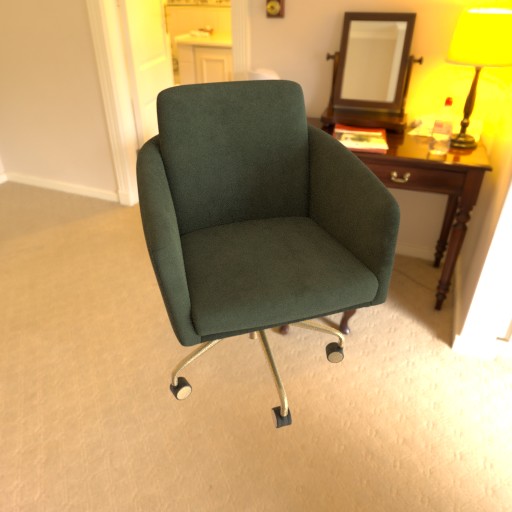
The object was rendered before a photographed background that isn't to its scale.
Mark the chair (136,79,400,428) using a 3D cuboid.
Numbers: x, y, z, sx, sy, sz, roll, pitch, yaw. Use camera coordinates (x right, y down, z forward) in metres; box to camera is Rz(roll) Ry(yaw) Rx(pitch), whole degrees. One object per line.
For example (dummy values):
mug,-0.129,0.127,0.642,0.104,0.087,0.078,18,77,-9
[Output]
chair,0.000,0.000,1.349,0.641,0.908,0.635,-9,33,-15
